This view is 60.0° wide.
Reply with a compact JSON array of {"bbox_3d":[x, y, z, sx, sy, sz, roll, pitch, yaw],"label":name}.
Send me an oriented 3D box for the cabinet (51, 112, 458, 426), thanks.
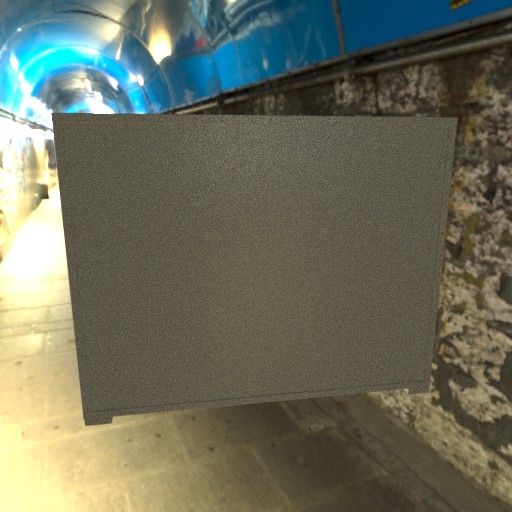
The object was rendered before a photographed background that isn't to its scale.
[{"bbox_3d":[0.000,0.000,1.361,1.000,0.800,0.400,-2,14,-9],"label":"cabinet"}]
